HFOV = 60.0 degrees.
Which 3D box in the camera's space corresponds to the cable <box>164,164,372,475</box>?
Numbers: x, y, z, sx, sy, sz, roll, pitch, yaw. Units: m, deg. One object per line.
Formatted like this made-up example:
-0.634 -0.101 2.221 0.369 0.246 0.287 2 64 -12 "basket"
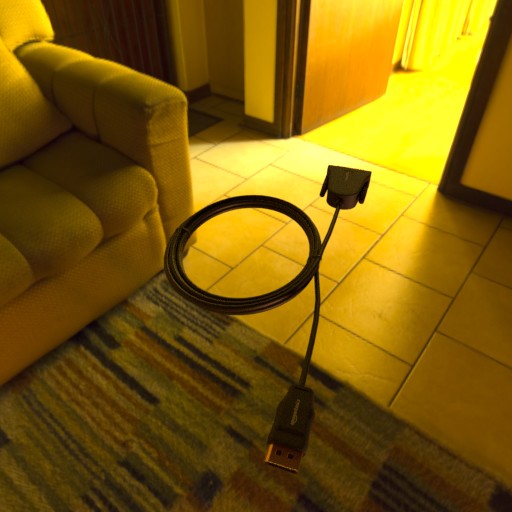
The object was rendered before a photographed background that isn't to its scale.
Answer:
0.000 0.000 0.324 0.136 0.015 0.281 12 43 13 "cable"
